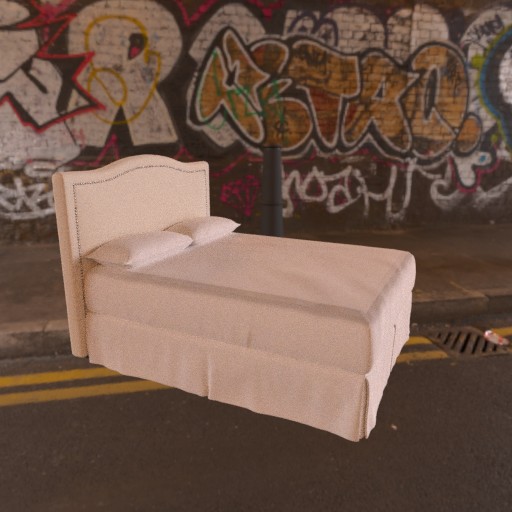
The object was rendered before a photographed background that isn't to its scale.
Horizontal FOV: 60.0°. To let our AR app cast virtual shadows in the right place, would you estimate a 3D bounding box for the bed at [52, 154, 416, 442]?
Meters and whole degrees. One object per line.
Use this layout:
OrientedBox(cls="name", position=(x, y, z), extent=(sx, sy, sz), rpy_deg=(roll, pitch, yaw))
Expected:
OrientedBox(cls="bed", position=(0.000, 0.000, 3.338), extent=(2.143, 1.460, 1.753), rpy_deg=(7, 16, 26))
